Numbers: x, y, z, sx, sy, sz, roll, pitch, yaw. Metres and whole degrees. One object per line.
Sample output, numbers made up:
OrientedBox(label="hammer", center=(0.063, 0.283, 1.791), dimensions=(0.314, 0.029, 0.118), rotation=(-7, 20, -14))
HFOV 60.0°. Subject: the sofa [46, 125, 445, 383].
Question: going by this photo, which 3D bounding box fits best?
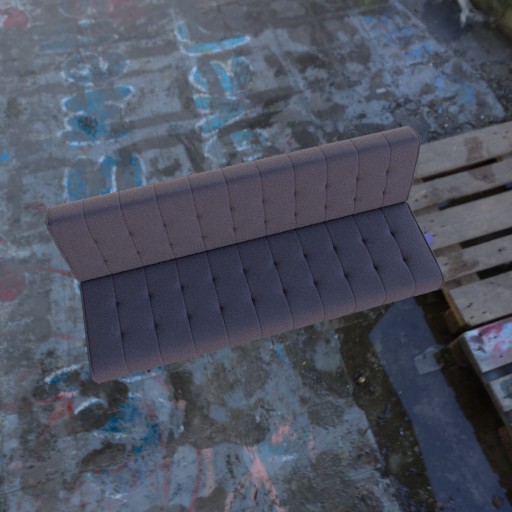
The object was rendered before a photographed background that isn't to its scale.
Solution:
OrientedBox(label="sofa", center=(0.000, 0.000, 2.168), dimensions=(1.703, 0.699, 0.747), rotation=(-14, 65, -7))
